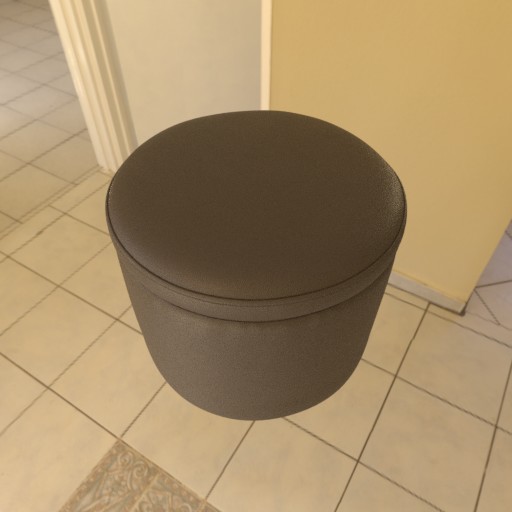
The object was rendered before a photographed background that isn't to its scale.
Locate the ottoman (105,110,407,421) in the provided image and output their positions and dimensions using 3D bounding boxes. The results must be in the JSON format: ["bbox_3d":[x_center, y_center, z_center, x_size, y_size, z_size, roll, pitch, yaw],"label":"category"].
[{"bbox_3d":[0.000,0.000,0.867,0.500,0.409,0.500,0,46,0],"label":"ottoman"}]
